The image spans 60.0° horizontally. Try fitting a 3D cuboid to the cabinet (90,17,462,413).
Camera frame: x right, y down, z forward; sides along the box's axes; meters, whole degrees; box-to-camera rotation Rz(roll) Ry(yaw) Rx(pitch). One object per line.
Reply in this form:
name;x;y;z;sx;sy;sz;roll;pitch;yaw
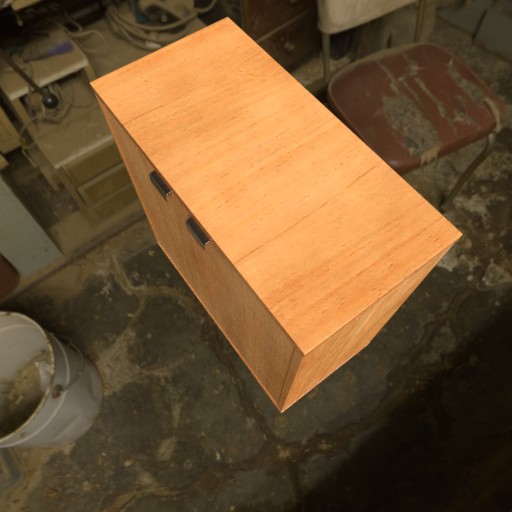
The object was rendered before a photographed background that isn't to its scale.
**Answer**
cabinet;0.000;0.000;1.399;0.419;1.001;0.800;-34;68;-15
